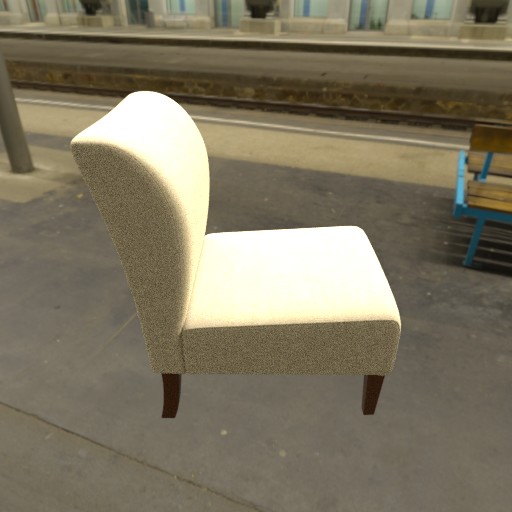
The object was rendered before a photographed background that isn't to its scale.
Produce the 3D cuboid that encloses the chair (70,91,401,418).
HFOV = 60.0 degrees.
[{"bbox_3d":[0.000,0.000,1.295,0.754,0.833,0.521,0,31,0],"label":"chair"}]
